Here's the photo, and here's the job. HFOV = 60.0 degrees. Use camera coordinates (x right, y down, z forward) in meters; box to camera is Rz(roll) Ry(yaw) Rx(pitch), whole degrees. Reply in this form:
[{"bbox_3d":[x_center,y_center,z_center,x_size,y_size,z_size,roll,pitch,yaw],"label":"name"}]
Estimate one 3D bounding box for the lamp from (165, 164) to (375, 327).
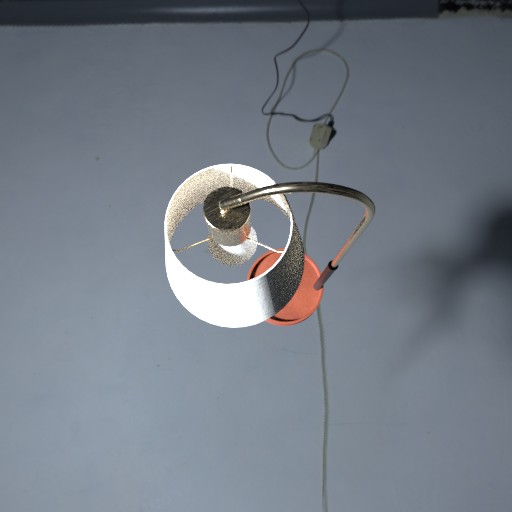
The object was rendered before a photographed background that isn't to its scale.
[{"bbox_3d":[0.000,0.000,0.662,0.273,0.536,0.211,1,76,0],"label":"lamp"}]
